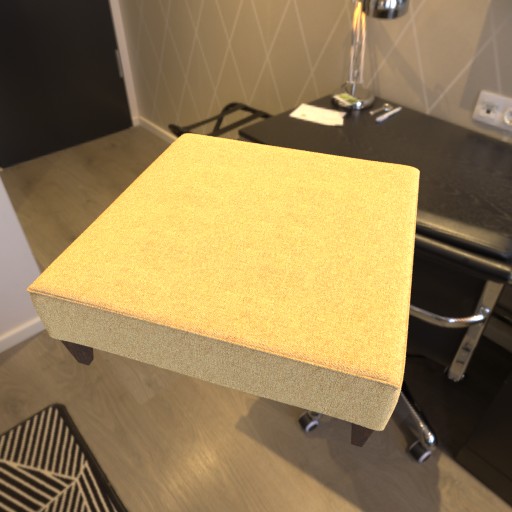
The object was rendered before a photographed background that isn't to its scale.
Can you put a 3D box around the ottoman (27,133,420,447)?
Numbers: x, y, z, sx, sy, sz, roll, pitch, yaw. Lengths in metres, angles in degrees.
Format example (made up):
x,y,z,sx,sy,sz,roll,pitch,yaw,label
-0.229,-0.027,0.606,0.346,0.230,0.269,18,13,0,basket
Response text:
x,y,z,sx,sy,sz,roll,pitch,yaw,label
0.000,0.000,1.493,0.970,0.378,0.981,12,42,13,ottoman
